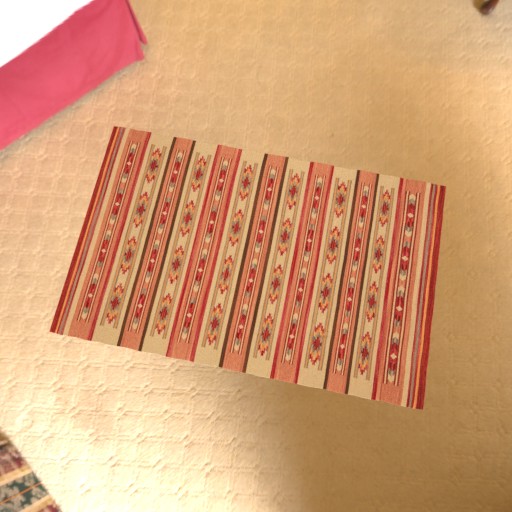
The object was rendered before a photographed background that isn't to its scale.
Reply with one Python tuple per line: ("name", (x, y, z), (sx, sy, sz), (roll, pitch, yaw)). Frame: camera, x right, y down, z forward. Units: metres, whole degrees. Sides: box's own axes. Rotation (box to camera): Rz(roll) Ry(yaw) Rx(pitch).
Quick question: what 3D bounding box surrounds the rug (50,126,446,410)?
("rug", (0.000, 0.000, 3.005), (2.431, 0.010, 1.535), (11, 76, 3))
